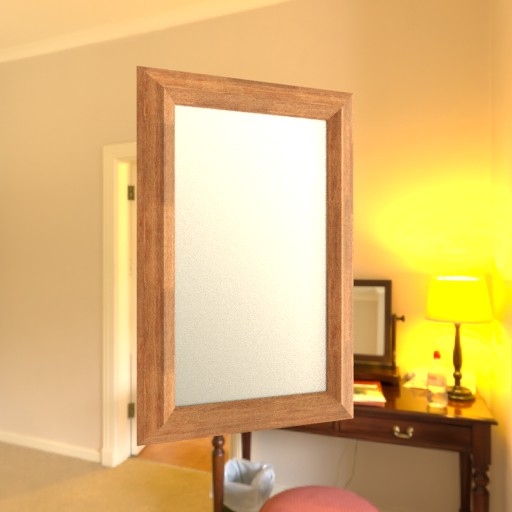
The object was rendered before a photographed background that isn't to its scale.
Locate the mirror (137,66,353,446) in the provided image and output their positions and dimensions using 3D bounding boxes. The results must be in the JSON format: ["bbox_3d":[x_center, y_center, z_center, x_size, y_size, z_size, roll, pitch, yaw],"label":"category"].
[{"bbox_3d":[0.000,0.000,1.255,0.651,1.010,0.047,0,0,-18],"label":"mirror"}]
